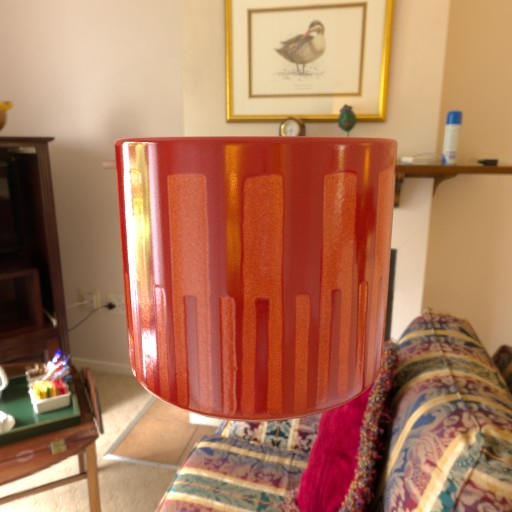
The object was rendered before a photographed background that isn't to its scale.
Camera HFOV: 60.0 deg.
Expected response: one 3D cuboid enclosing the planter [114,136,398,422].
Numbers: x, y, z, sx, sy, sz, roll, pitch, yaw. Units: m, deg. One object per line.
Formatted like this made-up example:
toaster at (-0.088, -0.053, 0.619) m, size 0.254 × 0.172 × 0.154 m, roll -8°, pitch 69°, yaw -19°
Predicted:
planter at (0.000, 0.000, 0.398) m, size 0.230 × 0.202 × 0.230 m, roll 0°, pitch 14°, yaw 0°
